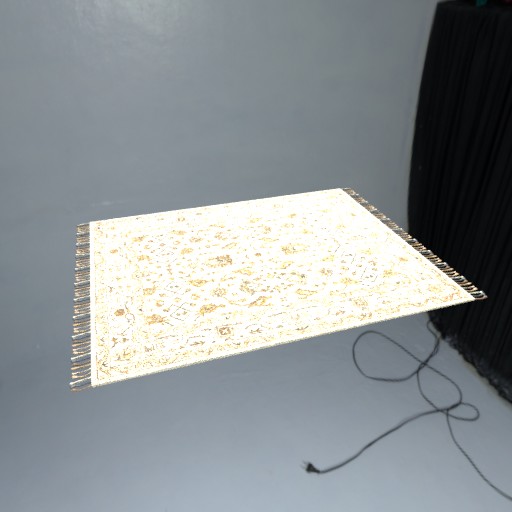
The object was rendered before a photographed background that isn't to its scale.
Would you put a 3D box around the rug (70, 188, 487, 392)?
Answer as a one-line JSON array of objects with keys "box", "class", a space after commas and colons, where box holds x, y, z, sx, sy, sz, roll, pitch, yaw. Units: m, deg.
[{"box": [0.000, 0.000, 2.227, 1.726, 0.009, 1.278, -10, 33, -15], "class": "rug"}]
